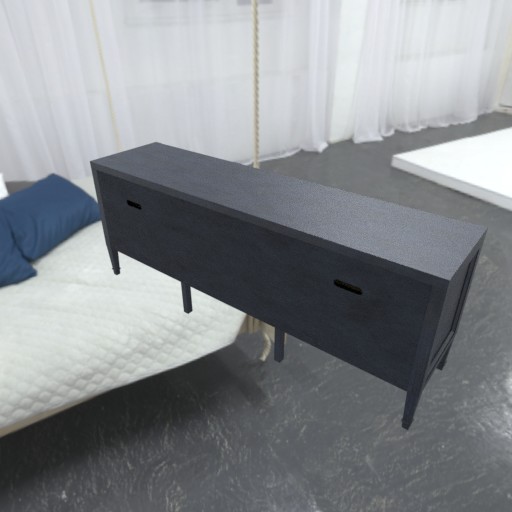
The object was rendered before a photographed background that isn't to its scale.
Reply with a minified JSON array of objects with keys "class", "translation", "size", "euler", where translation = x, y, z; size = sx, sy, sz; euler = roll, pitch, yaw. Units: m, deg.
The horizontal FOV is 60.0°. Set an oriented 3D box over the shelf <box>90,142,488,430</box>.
[{"class":"shelf","translation":[0.000,0.000,2.206],"size":[1.878,0.715,0.471],"euler":[21,36,32]}]
